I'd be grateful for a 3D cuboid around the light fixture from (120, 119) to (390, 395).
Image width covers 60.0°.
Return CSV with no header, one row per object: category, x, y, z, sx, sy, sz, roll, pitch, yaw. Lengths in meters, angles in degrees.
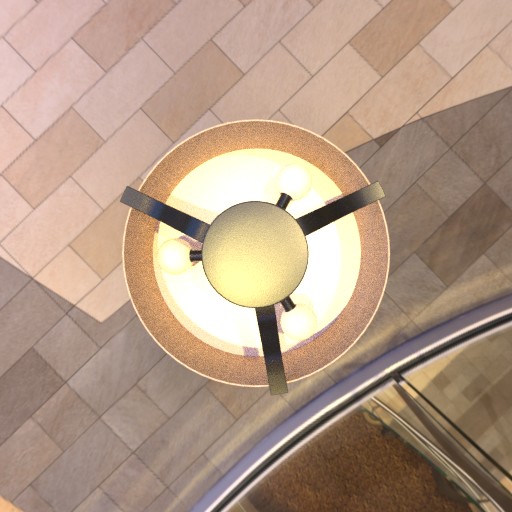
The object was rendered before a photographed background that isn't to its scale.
light fixture,0.000,0.000,0.667,0.390,0.306,0.390,0,91,0
